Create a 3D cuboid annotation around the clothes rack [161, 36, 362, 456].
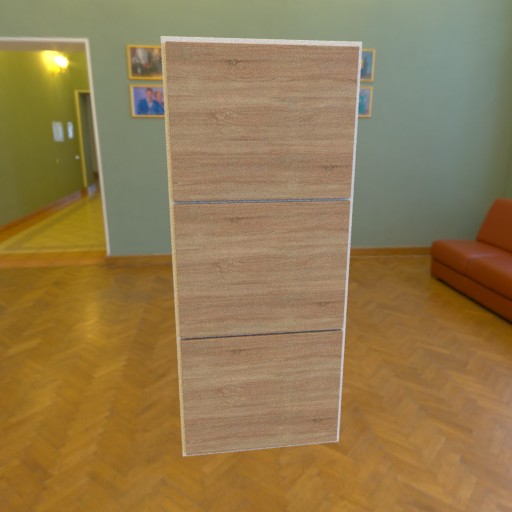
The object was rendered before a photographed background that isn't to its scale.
[{"bbox_3d":[0.000,0.000,1.390,0.500,1.187,0.331,-2,16,-8],"label":"clothes rack"}]
